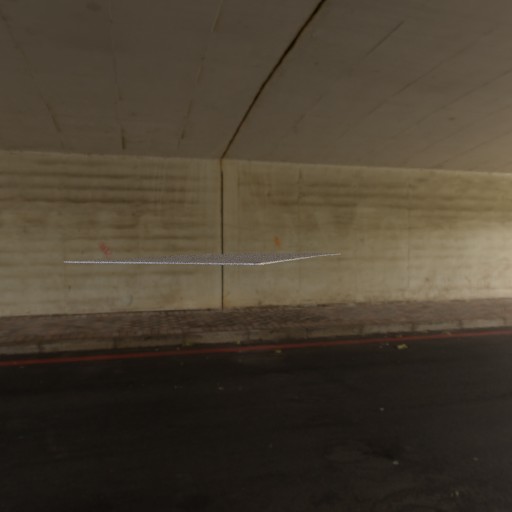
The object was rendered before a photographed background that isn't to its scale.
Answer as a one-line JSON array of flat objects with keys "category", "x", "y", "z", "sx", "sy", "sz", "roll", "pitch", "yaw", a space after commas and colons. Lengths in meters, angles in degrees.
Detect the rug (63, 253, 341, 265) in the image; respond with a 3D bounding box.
[{"category": "rug", "x": 0.000, "y": 0.000, "z": 2.637, "sx": 0.741, "sy": 0.014, "sz": 2.390, "roll": 0, "pitch": 1, "yaw": 17}]
